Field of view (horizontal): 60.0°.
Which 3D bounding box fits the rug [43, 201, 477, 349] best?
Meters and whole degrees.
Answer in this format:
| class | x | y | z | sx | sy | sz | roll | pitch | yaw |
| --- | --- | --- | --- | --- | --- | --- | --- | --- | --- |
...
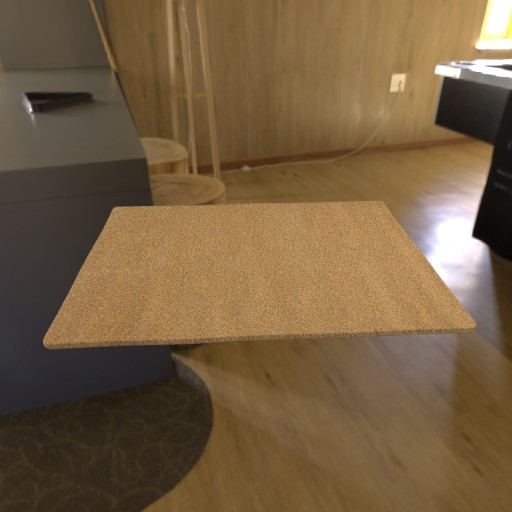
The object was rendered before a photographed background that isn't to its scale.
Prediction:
| class | x | y | z | sx | sy | sz | roll | pitch | yaw |
| --- | --- | --- | --- | --- | --- | --- | --- | --- | --- |
| rug | 0.000 | 0.000 | 2.129 | 1.600 | 0.025 | 1.199 | -2 | 30 | -3 |
